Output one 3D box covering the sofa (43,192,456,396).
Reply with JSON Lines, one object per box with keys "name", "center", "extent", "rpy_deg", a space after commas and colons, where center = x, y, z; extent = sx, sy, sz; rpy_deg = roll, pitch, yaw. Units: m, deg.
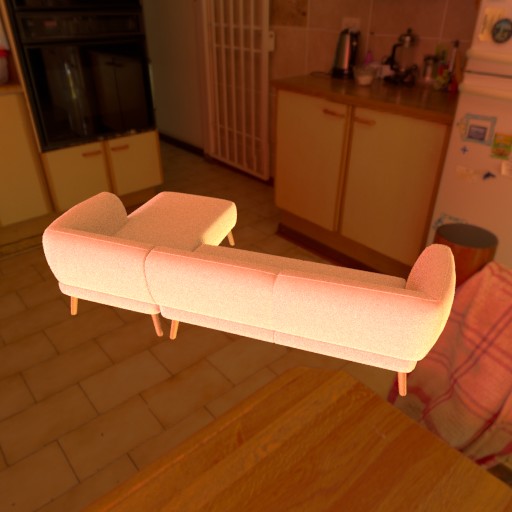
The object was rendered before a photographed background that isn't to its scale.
{"name": "sofa", "center": [0.000, 0.000, 3.343], "extent": [2.660, 0.730, 1.610], "rpy_deg": [10, 32, 16]}
